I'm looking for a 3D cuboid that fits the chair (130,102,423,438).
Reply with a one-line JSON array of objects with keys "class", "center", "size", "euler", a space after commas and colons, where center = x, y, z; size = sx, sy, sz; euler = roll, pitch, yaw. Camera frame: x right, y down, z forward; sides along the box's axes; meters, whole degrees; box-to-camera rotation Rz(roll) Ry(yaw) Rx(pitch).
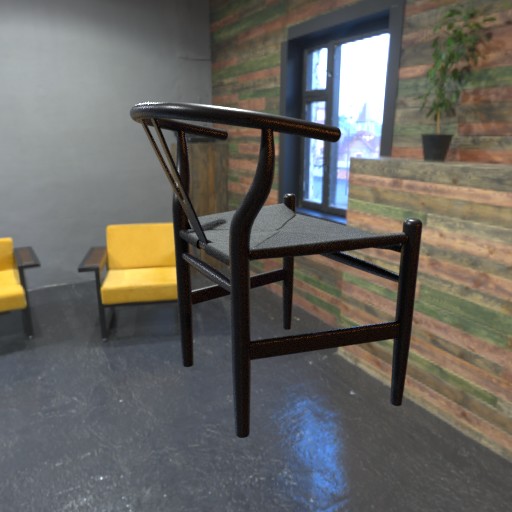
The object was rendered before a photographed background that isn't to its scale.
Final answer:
[{"class": "chair", "center": [0.000, 0.000, 1.148], "size": [0.579, 0.730, 0.569], "euler": [-8, 17, -27]}]
